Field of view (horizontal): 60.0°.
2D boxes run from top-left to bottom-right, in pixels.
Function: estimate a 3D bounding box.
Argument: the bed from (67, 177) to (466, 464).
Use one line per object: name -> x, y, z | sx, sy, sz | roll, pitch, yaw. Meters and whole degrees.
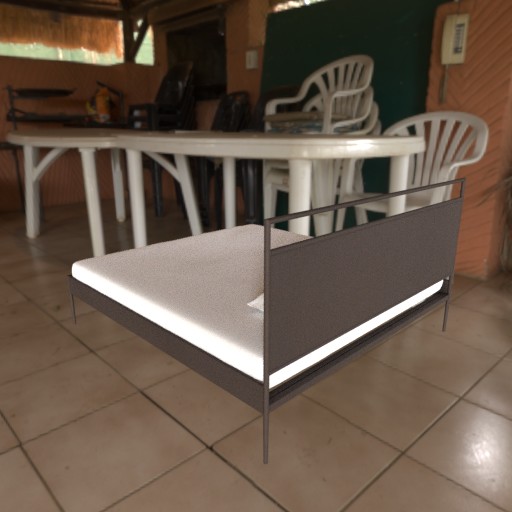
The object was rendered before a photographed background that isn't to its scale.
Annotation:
bed -> 0.000, 0.000, 3.308 | 1.993, 1.173, 2.151 | -16, 23, -42
